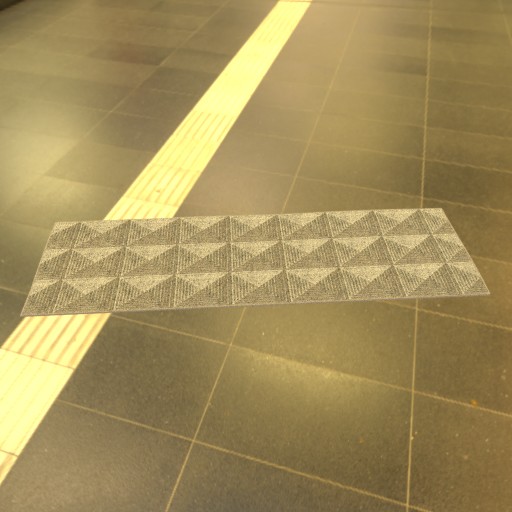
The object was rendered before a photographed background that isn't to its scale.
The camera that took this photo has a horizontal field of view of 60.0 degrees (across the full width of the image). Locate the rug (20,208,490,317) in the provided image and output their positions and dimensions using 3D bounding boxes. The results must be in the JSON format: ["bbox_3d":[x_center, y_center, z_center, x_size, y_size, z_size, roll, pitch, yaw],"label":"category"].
[{"bbox_3d":[0.000,0.000,2.266,2.182,0.015,0.645,-2,46,-2],"label":"rug"}]
